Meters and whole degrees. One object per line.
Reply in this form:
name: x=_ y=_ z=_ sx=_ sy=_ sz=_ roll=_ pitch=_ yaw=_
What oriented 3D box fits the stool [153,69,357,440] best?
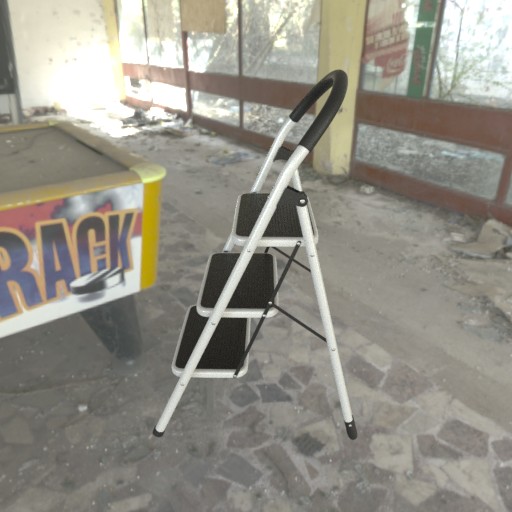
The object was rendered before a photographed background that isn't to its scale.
stool: x=0.000 y=0.000 z=1.428 sx=0.676 sy=1.109 sz=0.485 roll=0 pitch=26 yaw=1
